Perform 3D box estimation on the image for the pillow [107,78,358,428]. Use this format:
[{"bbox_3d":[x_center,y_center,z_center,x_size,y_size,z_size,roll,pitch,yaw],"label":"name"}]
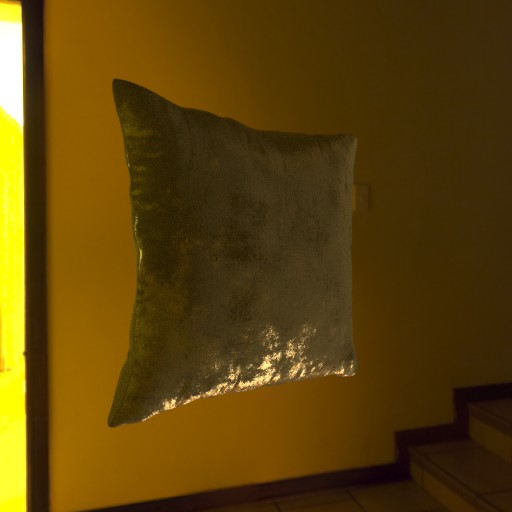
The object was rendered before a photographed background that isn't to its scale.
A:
[{"bbox_3d":[0.000,0.000,0.717,0.470,0.464,0.175,-1,1,-35],"label":"pillow"}]
